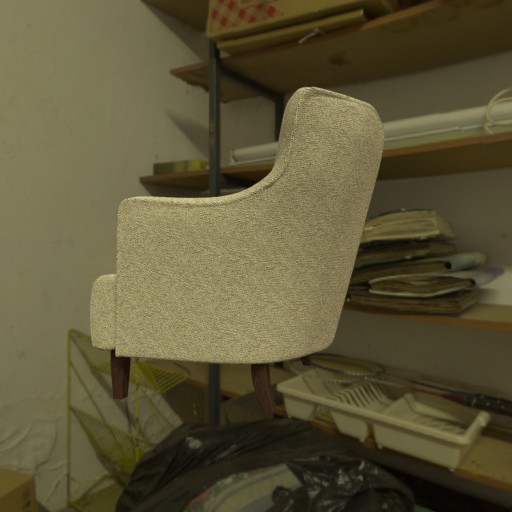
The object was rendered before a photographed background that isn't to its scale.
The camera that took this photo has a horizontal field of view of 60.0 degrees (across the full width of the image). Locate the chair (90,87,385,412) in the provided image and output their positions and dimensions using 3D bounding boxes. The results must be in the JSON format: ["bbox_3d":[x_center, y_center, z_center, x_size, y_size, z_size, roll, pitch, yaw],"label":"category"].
[{"bbox_3d":[0.000,0.000,1.662,0.910,0.920,0.820,0,0,18],"label":"chair"}]
